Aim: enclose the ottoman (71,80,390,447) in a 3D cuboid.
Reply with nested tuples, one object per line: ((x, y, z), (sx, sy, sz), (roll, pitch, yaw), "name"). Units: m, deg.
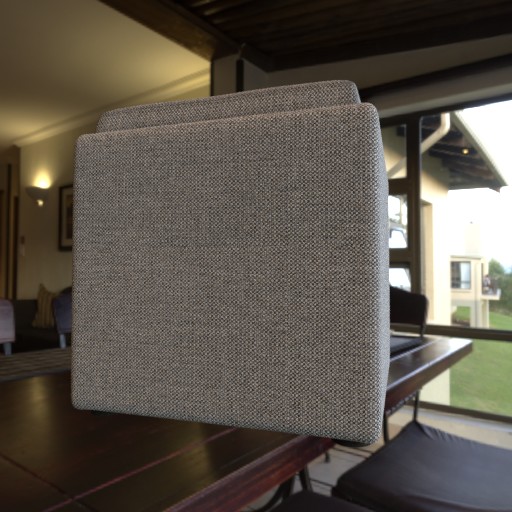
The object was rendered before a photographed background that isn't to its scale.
((0.000, 0.000, 0.807), (0.454, 0.487, 0.436), (-1, -2, 18), "ottoman")
